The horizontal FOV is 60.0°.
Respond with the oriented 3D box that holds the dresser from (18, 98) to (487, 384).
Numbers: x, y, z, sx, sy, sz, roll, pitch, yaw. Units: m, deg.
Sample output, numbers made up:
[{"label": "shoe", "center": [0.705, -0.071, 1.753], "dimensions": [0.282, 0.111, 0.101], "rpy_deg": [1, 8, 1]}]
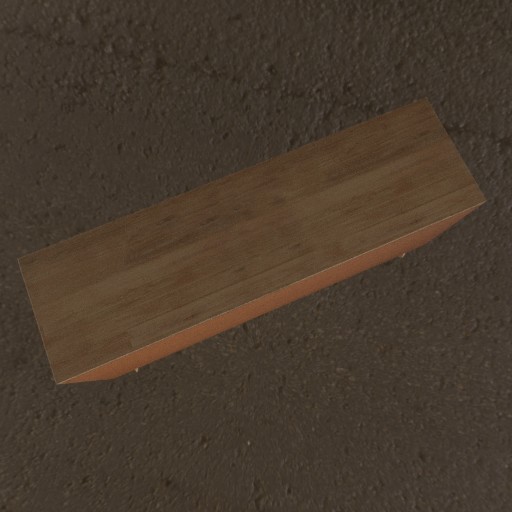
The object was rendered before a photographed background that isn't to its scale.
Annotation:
[{"label": "dresser", "center": [0.000, 0.000, 1.942], "dimensions": [1.602, 0.788, 0.455], "rpy_deg": [-23, 77, -5]}]
